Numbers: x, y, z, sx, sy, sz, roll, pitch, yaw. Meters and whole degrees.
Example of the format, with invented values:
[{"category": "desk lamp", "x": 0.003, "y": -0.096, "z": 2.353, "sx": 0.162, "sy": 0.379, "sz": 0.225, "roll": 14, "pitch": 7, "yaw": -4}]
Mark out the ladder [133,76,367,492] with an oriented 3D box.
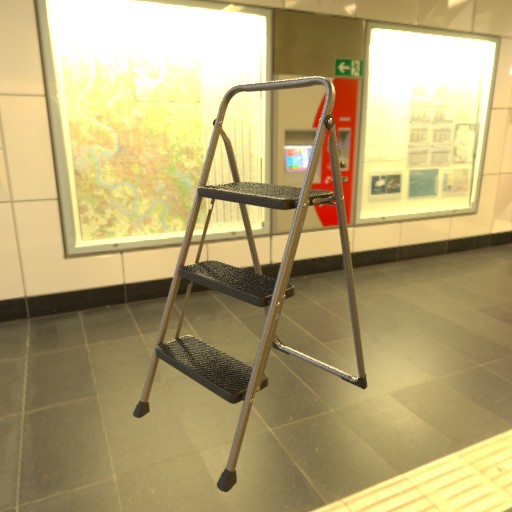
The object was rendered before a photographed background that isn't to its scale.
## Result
[{"category": "ladder", "x": 0.000, "y": 0.000, "z": 1.265, "sx": 0.629, "sy": 0.945, "sz": 0.430, "roll": -15, "pitch": 22, "yaw": -42}]
